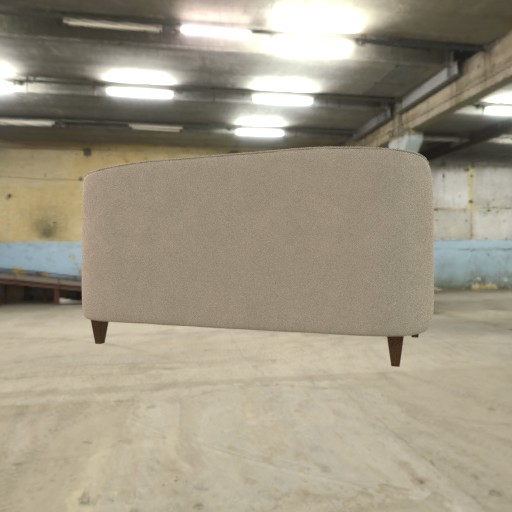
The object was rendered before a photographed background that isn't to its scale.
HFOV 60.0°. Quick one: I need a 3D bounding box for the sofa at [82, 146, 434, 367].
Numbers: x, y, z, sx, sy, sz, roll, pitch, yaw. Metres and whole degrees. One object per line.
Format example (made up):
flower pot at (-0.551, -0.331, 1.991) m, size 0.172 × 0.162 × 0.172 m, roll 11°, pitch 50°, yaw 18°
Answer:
sofa at (0.000, 0.000, 2.330) m, size 1.731 × 0.878 × 0.940 m, roll 0°, pitch 0°, yaw 19°
